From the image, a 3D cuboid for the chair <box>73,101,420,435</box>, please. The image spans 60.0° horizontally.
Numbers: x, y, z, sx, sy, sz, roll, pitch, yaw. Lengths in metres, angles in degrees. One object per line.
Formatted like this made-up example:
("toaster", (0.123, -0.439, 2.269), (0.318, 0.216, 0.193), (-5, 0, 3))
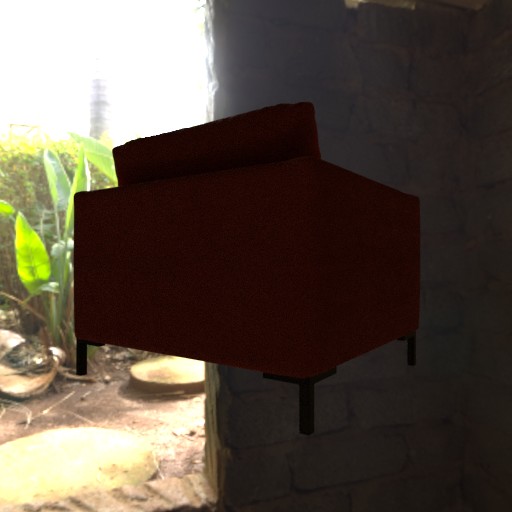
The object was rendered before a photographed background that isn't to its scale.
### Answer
("chair", (0.000, 0.000, 1.597), (0.964, 0.812, 0.875), (0, -1, 36))
